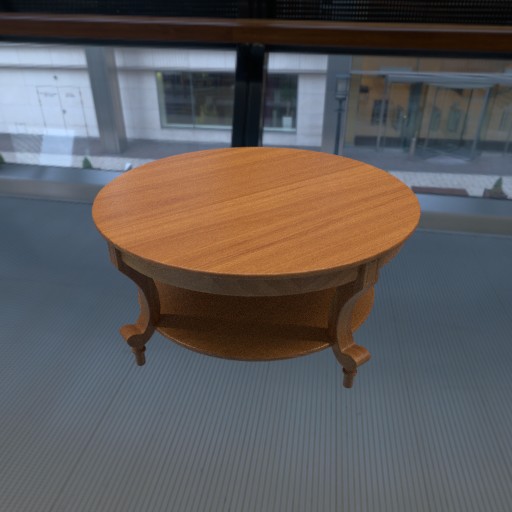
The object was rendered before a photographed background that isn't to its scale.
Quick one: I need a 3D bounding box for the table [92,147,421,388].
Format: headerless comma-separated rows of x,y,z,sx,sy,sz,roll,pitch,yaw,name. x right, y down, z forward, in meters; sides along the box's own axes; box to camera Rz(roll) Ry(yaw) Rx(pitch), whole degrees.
0.000,0.000,1.569,1.029,0.490,1.029,0,30,0,table
